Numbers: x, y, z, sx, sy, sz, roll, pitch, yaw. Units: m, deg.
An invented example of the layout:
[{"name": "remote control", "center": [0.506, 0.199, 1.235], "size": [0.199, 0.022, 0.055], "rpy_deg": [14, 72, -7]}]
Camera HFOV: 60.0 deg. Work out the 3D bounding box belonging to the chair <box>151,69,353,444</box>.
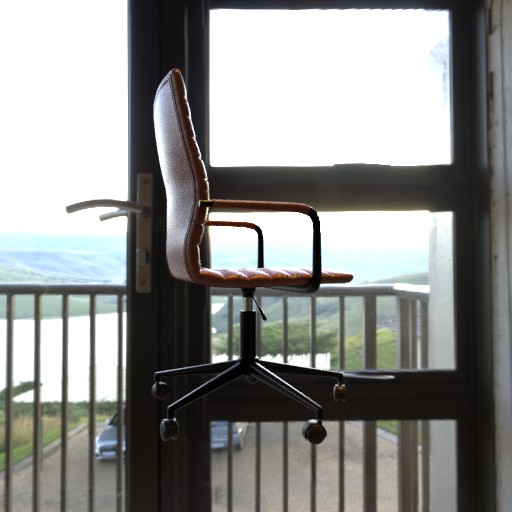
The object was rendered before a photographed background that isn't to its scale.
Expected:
[{"name": "chair", "center": [0.000, 0.000, 1.290], "size": [0.578, 0.878, 0.600], "rpy_deg": [0, -1, -18]}]
